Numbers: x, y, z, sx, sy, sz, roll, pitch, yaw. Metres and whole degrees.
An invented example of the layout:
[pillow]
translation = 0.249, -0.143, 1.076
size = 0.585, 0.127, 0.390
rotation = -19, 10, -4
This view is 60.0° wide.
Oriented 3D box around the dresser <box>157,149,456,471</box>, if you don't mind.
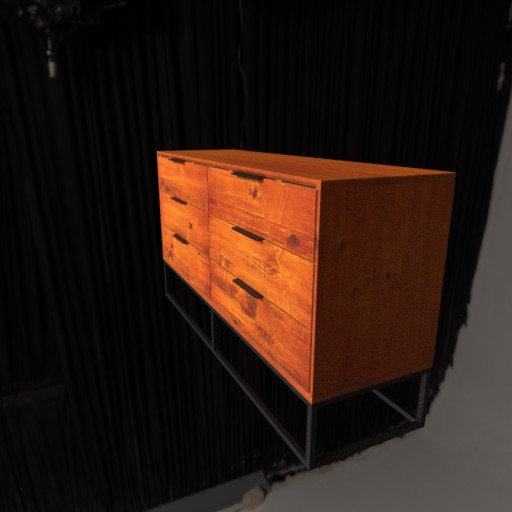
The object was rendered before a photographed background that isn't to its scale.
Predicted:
[dresser]
translation = 0.000, 0.000, 1.883
size = 0.464, 0.810, 1.536
rotation = -8, 18, -25
